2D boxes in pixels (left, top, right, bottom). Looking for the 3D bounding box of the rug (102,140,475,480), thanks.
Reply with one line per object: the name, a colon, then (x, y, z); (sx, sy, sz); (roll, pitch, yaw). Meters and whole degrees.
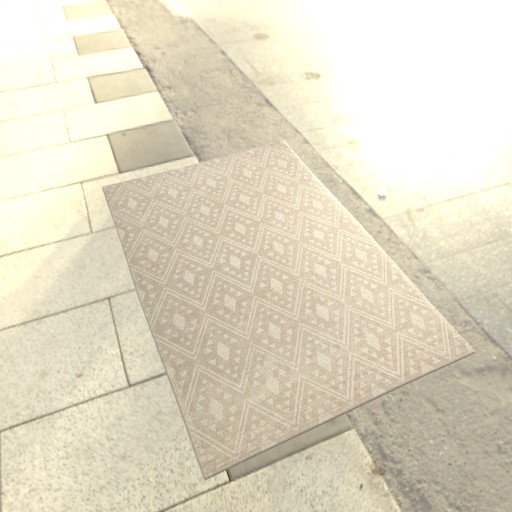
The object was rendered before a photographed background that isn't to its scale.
rug: (0.000, 0.000, 2.306); (1.252, 0.034, 1.829); (-18, 49, -17)
